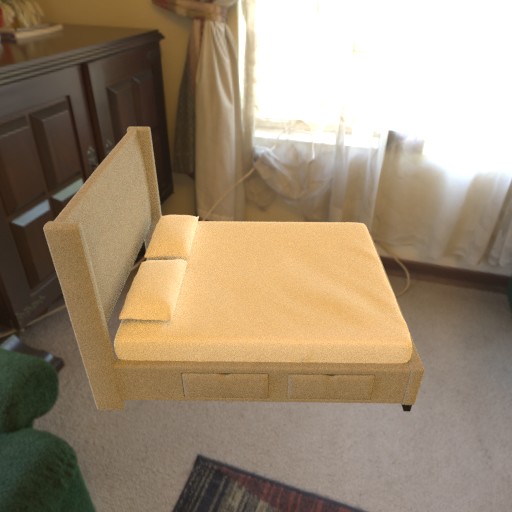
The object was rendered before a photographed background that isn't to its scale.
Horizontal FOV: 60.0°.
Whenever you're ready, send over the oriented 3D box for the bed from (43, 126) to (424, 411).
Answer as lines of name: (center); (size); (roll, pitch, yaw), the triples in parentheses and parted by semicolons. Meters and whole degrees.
bed: (0.000, 0.000, 3.452); (2.222, 1.491, 1.774); (1, 33, 1)
